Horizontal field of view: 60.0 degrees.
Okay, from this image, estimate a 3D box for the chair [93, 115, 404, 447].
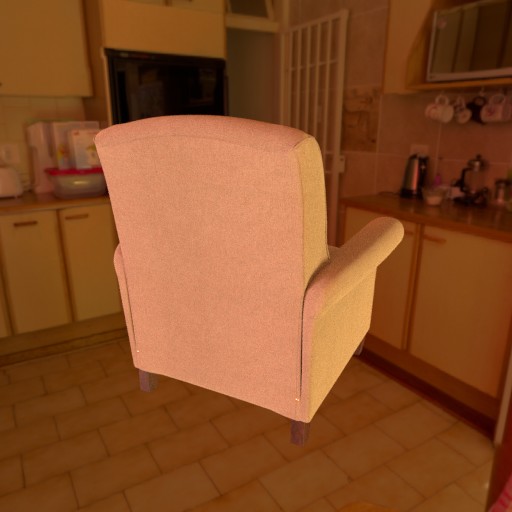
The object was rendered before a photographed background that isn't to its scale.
[{"bbox_3d":[0.000,0.000,1.771,0.978,1.061,0.905,9,19,27],"label":"chair"}]
